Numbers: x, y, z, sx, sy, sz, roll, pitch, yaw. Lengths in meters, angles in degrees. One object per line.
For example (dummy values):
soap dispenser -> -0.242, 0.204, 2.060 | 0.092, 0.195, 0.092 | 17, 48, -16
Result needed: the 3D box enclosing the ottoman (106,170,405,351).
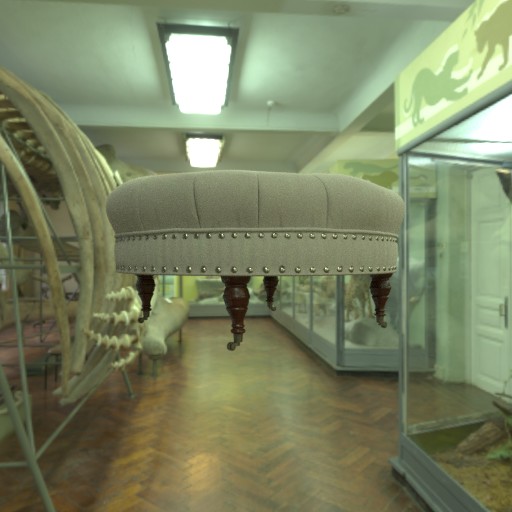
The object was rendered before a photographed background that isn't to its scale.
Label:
ottoman -> 0.000, 0.000, 1.400 | 0.901, 0.439, 0.901 | 0, 0, 0
